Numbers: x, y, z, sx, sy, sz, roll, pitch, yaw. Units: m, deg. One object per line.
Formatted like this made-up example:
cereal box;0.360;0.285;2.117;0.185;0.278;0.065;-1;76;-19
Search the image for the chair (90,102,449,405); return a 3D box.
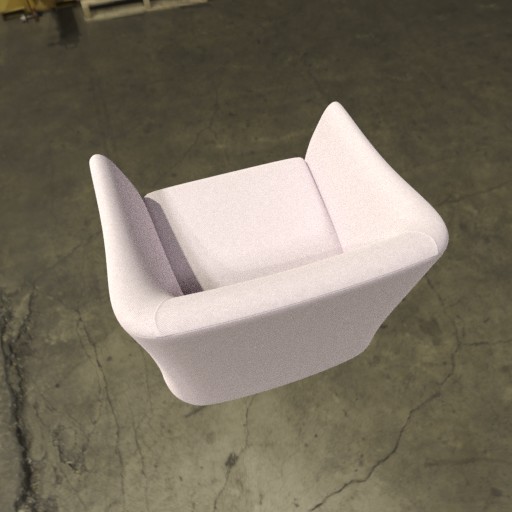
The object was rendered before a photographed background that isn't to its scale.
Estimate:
chair;0.000;0.000;1.337;0.790;0.720;0.700;-15;58;-10
